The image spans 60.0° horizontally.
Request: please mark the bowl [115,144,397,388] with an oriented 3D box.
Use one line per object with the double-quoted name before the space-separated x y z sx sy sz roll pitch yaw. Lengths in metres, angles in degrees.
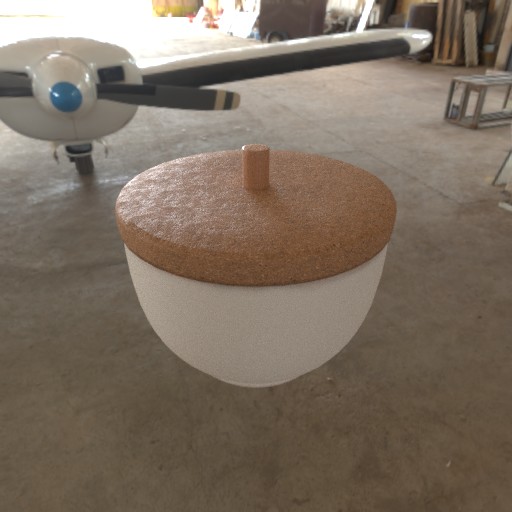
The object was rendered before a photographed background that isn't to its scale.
"bowl" 0.000 0.000 0.222 0.126 0.110 0.126 0 31 0
